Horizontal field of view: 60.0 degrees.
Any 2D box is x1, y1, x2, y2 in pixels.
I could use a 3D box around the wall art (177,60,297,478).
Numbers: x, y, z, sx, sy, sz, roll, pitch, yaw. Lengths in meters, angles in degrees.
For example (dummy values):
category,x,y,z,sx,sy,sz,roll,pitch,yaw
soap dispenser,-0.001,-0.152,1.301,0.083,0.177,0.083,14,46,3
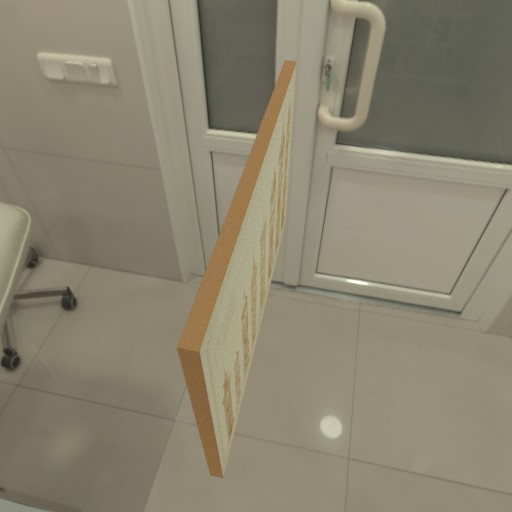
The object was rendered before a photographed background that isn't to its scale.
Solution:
category,x,y,z,sx,sy,sz,roll,pitch,yaw
wall art,0.000,0.000,1.148,0.033,0.608,0.915,9,49,8
